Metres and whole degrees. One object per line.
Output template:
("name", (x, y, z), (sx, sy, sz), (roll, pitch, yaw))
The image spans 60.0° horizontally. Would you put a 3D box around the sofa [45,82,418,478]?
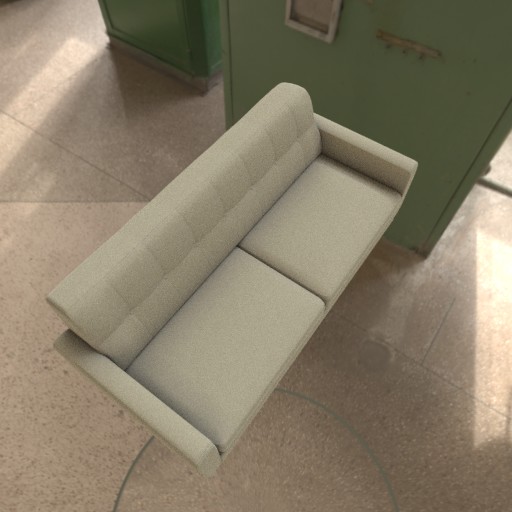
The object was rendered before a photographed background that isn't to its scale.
("sofa", (0.000, 0.000, 2.564), (0.980, 0.892, 2.137), (32, 63, 18))
